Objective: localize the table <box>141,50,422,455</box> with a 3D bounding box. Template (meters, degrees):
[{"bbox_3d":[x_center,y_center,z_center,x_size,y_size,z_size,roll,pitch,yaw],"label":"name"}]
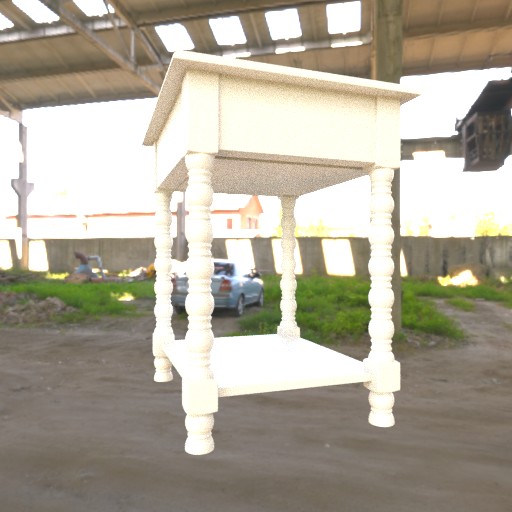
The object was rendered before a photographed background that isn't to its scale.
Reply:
[{"bbox_3d":[0.000,0.000,0.832,0.381,0.531,0.460,0,0,-19],"label":"table"}]
